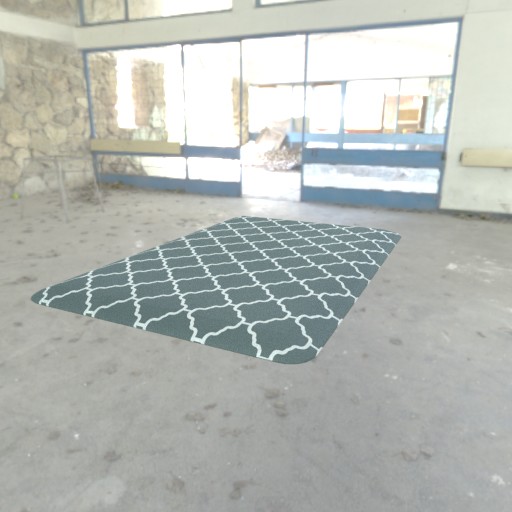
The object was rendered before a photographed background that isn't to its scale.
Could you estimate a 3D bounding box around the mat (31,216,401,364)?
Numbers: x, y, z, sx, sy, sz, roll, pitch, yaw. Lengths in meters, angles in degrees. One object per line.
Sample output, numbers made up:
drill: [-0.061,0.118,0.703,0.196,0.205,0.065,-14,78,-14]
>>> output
mat: [0.000,0.000,0.963,0.508,0.021,0.762,8,18,25]
